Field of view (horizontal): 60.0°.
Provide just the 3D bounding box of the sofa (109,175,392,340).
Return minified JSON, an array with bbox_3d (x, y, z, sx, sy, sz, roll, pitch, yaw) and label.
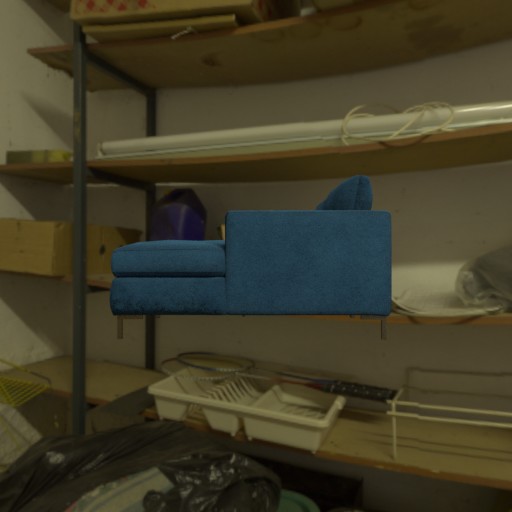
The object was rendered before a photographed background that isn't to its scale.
[{"bbox_3d":[0.000,0.000,3.532,1.350,0.810,2.932,0,0,1],"label":"sofa"}]
